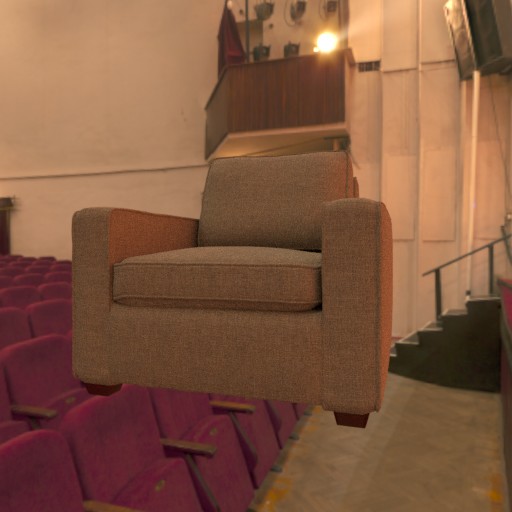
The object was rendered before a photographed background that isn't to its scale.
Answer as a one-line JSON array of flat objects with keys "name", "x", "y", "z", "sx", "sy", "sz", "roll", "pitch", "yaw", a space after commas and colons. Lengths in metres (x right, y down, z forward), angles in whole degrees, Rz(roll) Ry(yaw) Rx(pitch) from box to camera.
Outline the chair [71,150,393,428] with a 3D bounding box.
[{"name": "chair", "x": 0.000, "y": 0.000, "z": 1.729, "sx": 1.016, "sy": 0.914, "sz": 0.940, "roll": 0, "pitch": 1, "yaw": 18}]
